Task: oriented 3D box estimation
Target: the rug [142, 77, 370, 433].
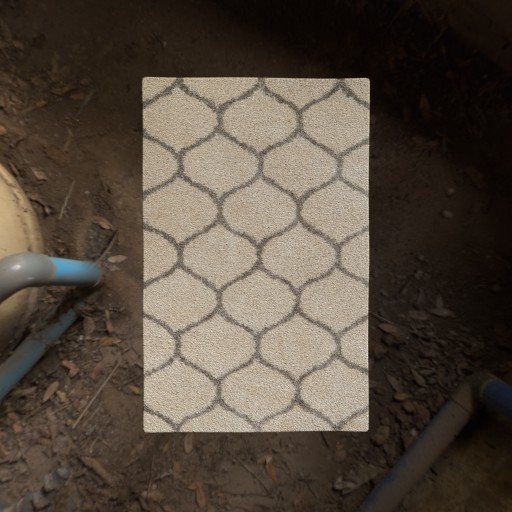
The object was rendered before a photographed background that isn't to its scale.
[{"bbox_3d":[0.000,0.000,2.940,1.501,0.024,2.348,0,91,-1],"label":"rug"}]
